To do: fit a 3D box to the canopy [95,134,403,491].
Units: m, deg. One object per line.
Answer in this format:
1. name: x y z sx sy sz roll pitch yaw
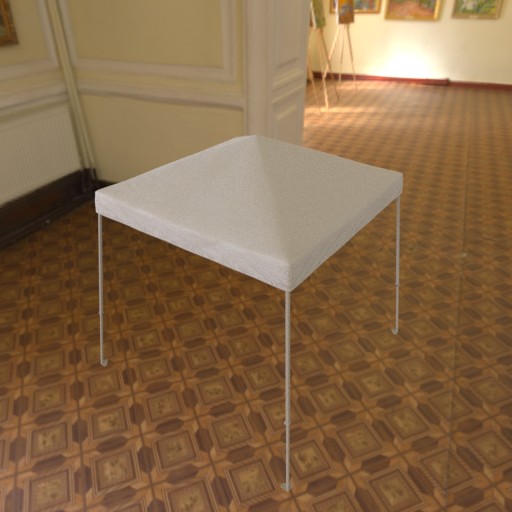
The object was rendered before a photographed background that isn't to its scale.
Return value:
1. canopy: 0.000 0.000 6.555 3.599 3.600 3.600 21 37 30
